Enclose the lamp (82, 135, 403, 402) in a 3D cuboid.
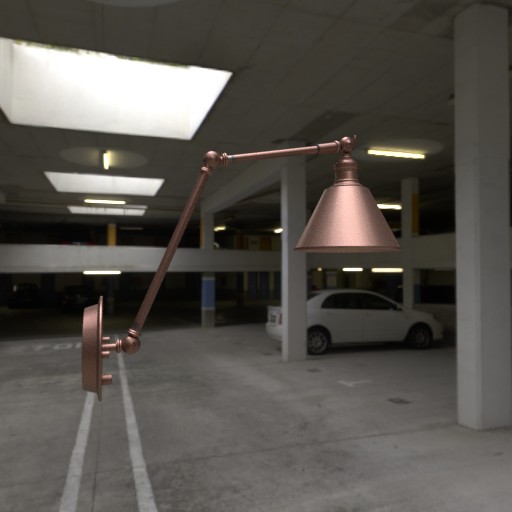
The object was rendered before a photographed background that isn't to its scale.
[{"bbox_3d":[0.000,0.000,0.866,0.624,0.502,0.223,0,-2,-19],"label":"lamp"}]
